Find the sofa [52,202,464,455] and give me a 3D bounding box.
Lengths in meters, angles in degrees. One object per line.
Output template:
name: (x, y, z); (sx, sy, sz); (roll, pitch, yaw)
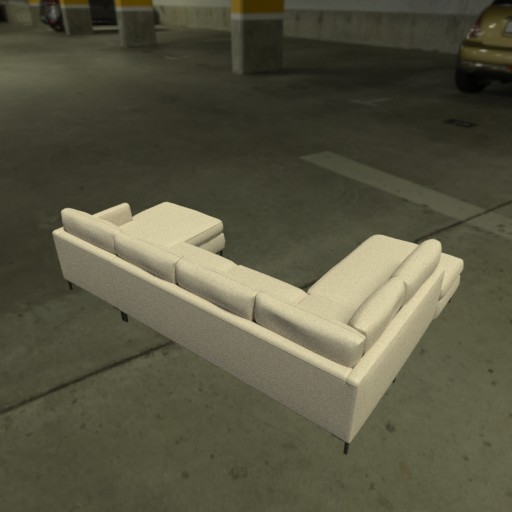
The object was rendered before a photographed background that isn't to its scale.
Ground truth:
sofa: (0.000, 0.000, 3.565); (2.737, 0.756, 1.879); (21, 36, 32)
